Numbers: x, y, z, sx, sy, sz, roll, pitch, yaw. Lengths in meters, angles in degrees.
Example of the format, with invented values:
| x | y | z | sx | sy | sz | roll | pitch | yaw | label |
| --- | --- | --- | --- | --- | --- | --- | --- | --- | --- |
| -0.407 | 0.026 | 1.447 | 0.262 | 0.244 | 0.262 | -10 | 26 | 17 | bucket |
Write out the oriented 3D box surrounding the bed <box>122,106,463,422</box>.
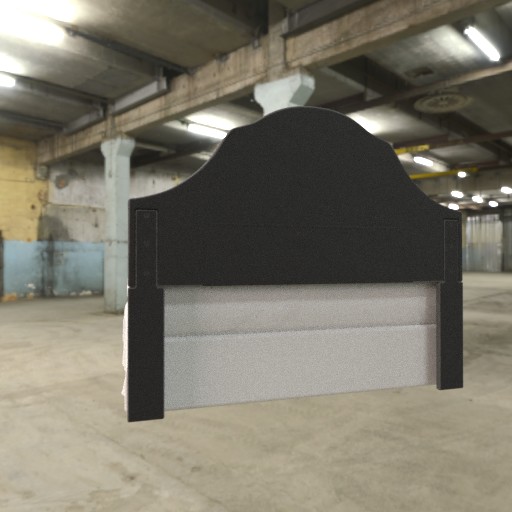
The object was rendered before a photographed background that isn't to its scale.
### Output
| x | y | z | sx | sy | sz | roll | pitch | yaw | label |
| --- | --- | --- | --- | --- | --- | --- | --- | --- | --- |
| 0.000 | 0.000 | 3.462 | 2.008 | 1.615 | 2.214 | 0 | 0 | -17 | bed |
